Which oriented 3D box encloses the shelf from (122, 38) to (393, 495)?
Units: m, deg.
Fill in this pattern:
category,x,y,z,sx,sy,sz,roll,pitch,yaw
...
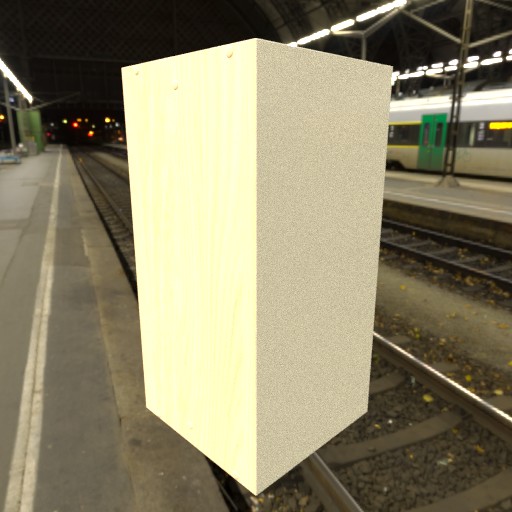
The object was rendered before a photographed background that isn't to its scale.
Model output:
category,x,y,z,sx,sy,sz,roll,pitch,yaw
shelf,0.000,0.000,0.751,0.290,0.594,0.297,-14,21,-42
